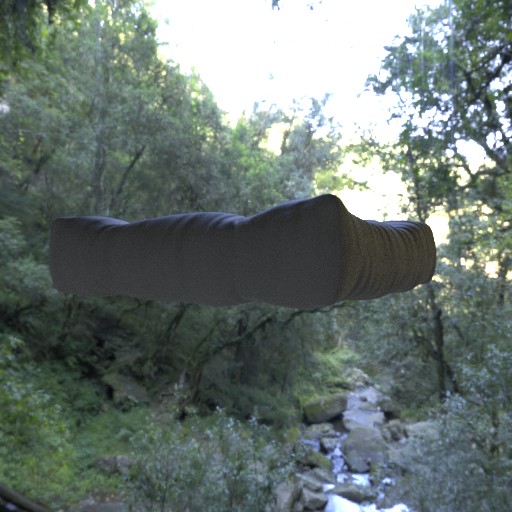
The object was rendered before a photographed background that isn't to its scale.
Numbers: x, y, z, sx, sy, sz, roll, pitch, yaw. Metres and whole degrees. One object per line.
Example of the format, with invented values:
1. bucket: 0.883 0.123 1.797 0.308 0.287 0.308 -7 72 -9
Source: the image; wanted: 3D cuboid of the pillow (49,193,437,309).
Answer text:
1. pillow: 0.000 0.000 0.737 0.490 0.128 0.468 0 0 33
